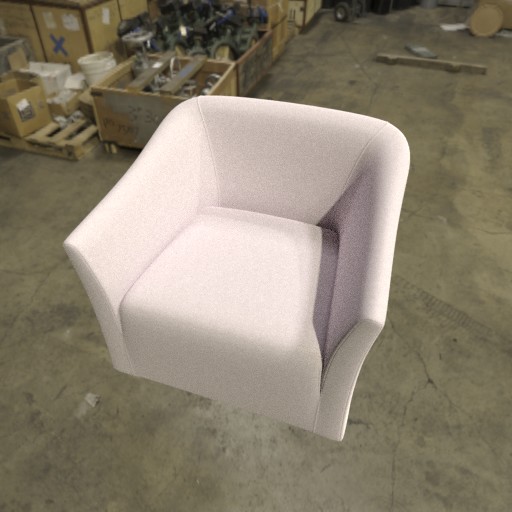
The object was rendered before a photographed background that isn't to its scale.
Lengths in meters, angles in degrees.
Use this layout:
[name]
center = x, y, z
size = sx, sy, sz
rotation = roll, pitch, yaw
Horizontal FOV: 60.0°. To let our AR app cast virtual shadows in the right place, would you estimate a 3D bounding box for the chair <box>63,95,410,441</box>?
[chair]
center = 0.000, 0.000, 1.377
size = 0.790, 0.720, 0.700
rotation = 13, 43, 14
